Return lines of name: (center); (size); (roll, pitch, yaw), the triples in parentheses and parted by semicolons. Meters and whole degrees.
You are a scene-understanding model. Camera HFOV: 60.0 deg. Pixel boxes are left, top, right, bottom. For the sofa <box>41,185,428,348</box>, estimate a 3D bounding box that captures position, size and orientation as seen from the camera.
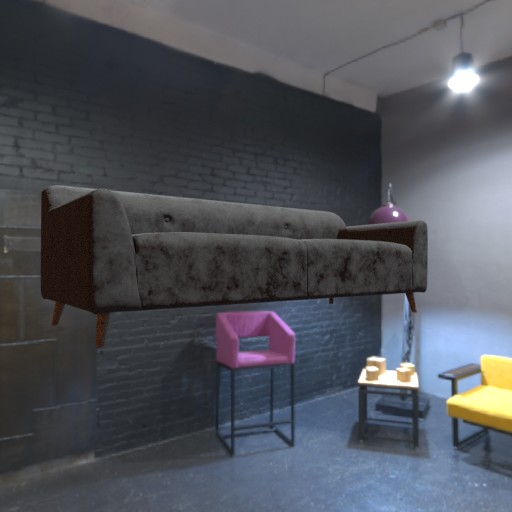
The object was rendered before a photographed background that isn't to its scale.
sofa: (0.000, 0.000, 2.637); (2.190, 0.740, 0.900); (1, -1, -36)
